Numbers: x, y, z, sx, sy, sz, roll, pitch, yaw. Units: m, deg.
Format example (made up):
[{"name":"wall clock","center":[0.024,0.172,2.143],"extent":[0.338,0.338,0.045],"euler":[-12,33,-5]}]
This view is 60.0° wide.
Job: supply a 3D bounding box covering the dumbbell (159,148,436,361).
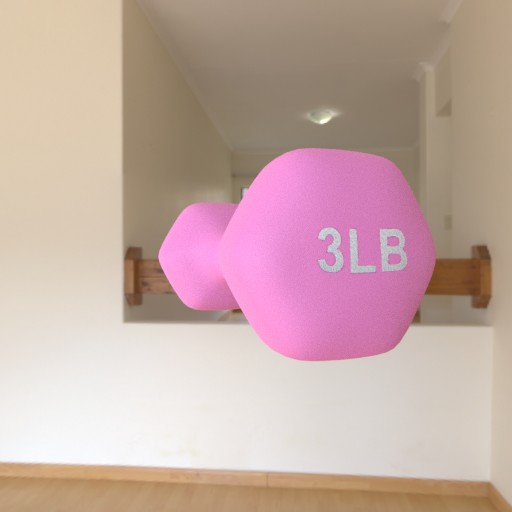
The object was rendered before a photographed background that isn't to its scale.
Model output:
[{"name":"dumbbell","center":[0.000,0.000,0.186],"extent":[0.064,0.058,0.159],"euler":[0,0,-20]}]
